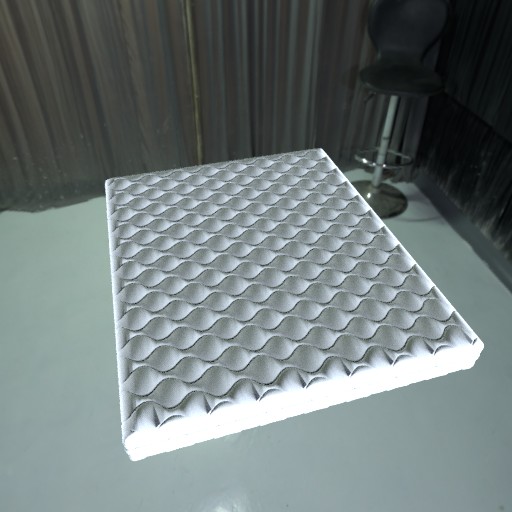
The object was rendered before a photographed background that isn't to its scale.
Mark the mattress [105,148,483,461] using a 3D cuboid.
[{"bbox_3d":[0.000,0.000,2.549,1.600,0.200,1.900,-11,43,-12],"label":"mattress"}]
